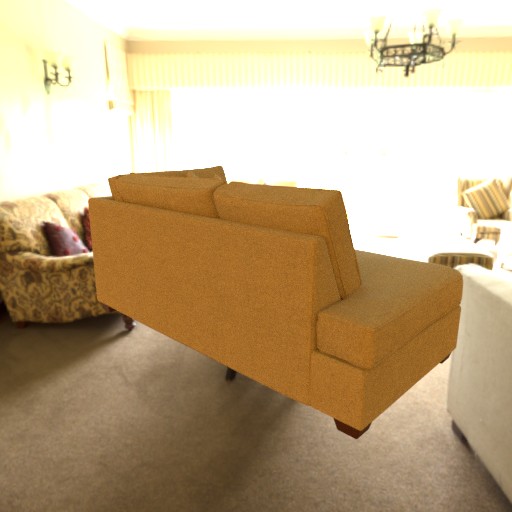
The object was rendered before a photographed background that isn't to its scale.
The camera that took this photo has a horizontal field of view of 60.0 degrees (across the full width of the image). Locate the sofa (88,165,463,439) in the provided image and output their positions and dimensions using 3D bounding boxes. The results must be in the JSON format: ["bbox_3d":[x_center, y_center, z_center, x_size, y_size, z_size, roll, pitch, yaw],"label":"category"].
[{"bbox_3d":[0.000,0.000,2.789,2.238,1.019,1.110,14,20,42],"label":"sofa"}]
